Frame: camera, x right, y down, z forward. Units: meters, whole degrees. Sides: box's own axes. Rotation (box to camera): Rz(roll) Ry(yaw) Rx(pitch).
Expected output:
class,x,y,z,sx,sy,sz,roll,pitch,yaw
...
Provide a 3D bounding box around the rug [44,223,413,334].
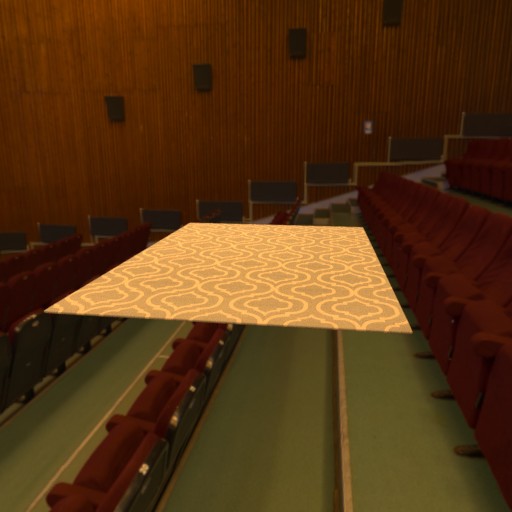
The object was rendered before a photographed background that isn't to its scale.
class,x,y,z,sx,sy,sz,roll,pitch,yaw
rug,0.000,0.000,2.700,1.451,0.010,2.080,2,14,8
